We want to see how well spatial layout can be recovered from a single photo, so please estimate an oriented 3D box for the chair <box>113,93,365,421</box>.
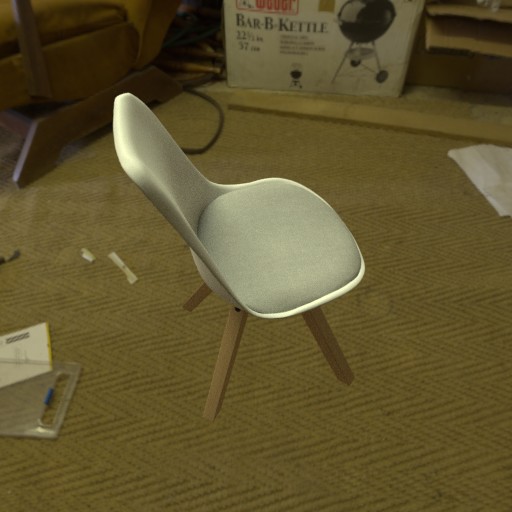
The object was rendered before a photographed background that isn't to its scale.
[{"bbox_3d":[0.000,0.000,1.172,0.550,0.850,0.485,-11,48,-10],"label":"chair"}]
